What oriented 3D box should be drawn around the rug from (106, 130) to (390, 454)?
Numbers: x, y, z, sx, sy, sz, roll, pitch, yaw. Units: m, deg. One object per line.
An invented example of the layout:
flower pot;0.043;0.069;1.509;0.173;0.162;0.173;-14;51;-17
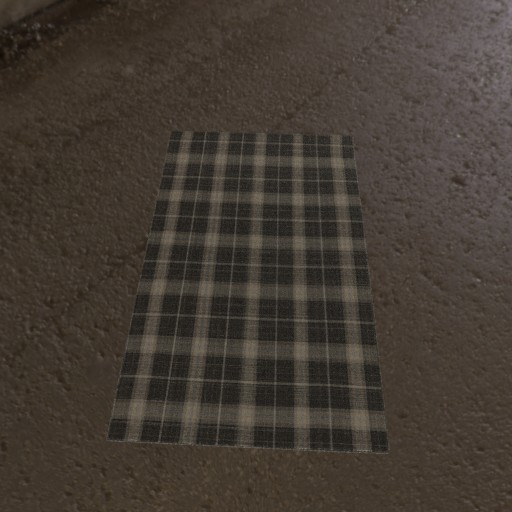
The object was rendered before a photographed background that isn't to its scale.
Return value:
rug;0.000;0.000;3.019;1.520;0.015;2.434;2;57;1
